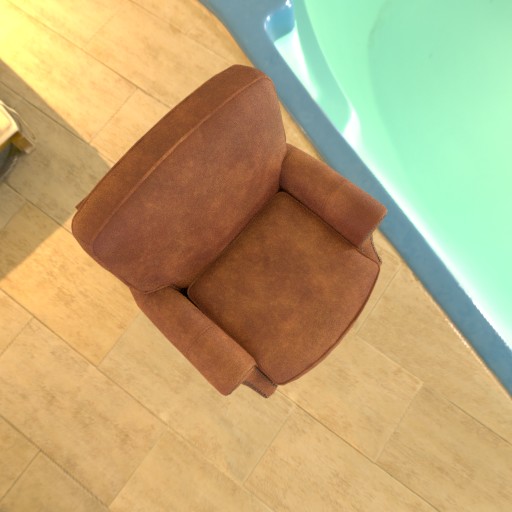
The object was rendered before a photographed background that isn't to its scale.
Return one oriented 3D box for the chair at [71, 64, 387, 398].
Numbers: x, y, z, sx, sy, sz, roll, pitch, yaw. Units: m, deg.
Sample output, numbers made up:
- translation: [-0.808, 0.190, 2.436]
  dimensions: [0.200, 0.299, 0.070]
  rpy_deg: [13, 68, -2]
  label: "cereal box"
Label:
- translation: [0.000, 0.000, 1.753]
  dimensions: [0.986, 1.018, 0.936]
  rpy_deg: [41, 79, 10]
  label: "chair"
